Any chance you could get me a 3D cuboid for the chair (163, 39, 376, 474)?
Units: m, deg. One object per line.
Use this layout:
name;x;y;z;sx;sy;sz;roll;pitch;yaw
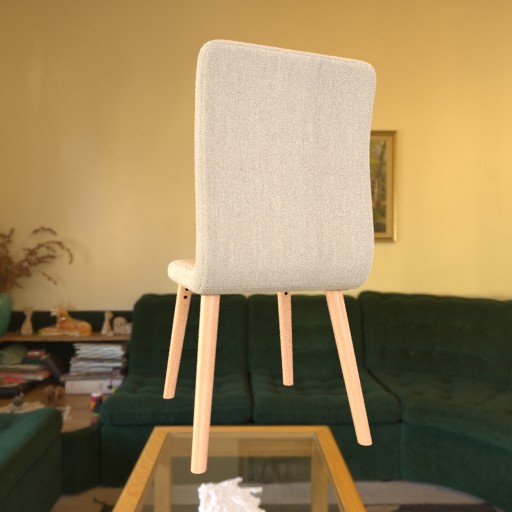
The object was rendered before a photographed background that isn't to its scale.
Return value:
chair;0.000;0.000;1.191;0.435;0.885;0.550;0;2;-19
